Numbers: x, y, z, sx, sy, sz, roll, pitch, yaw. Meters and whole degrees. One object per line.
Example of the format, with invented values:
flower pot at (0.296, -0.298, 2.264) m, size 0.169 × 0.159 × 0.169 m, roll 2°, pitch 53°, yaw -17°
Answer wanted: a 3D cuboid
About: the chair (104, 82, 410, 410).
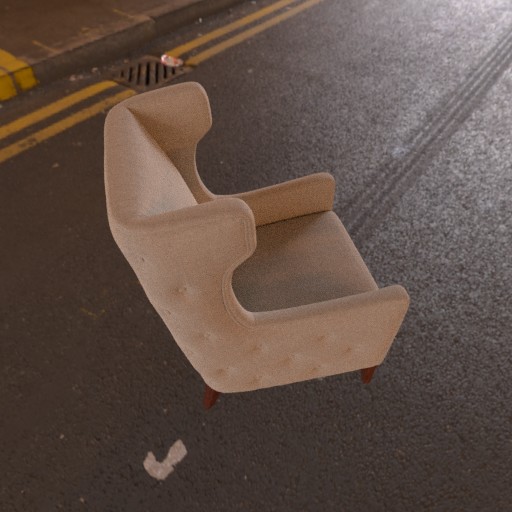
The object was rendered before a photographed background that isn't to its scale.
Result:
chair at (0.000, 0.000, 1.670) m, size 0.899 × 1.079 × 0.778 m, roll -11°, pitch 47°, yaw -10°
